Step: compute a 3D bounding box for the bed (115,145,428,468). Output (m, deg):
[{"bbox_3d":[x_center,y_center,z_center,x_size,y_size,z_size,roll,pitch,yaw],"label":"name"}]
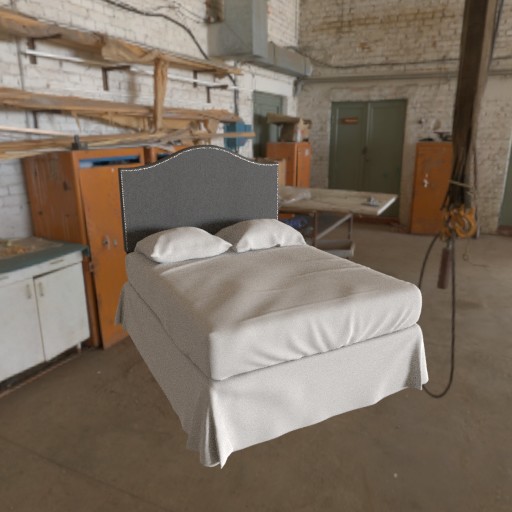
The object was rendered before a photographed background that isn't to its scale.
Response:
[{"bbox_3d":[0.000,0.000,3.473,1.876,1.645,2.221,-8,18,-27],"label":"bed"}]
